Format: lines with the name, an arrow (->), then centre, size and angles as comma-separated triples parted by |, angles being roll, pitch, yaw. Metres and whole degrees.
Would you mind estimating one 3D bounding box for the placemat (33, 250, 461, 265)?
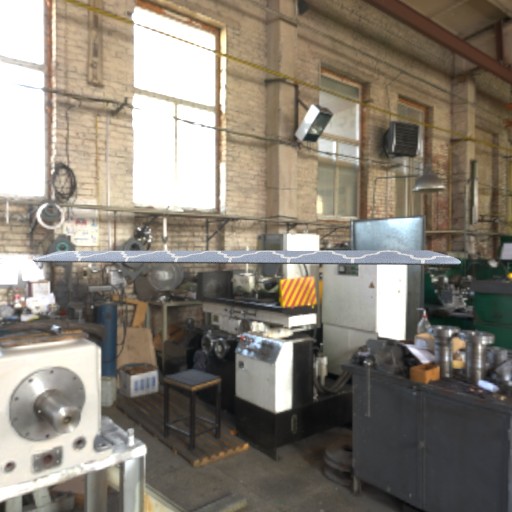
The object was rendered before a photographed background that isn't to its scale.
placemat -> 0.000, 0.000, 0.964 | 0.762, 0.021, 0.508 | 0, 0, 18
